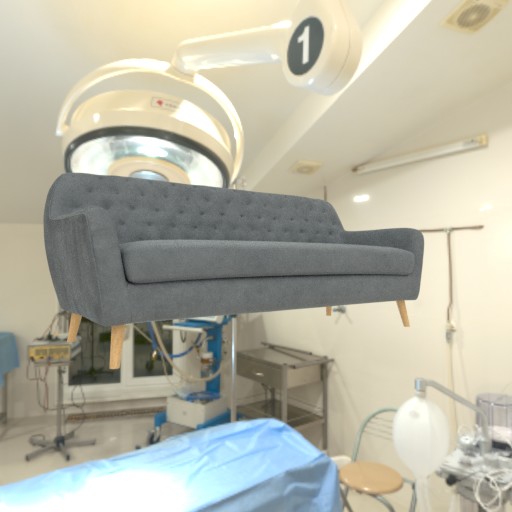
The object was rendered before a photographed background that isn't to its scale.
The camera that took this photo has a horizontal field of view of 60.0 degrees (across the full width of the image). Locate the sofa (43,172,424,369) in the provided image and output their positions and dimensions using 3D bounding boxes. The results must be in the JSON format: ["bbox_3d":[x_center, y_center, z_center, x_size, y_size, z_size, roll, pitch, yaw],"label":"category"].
[{"bbox_3d":[0.000,0.000,2.392,1.975,0.832,0.841,0,-1,-36],"label":"sofa"}]
